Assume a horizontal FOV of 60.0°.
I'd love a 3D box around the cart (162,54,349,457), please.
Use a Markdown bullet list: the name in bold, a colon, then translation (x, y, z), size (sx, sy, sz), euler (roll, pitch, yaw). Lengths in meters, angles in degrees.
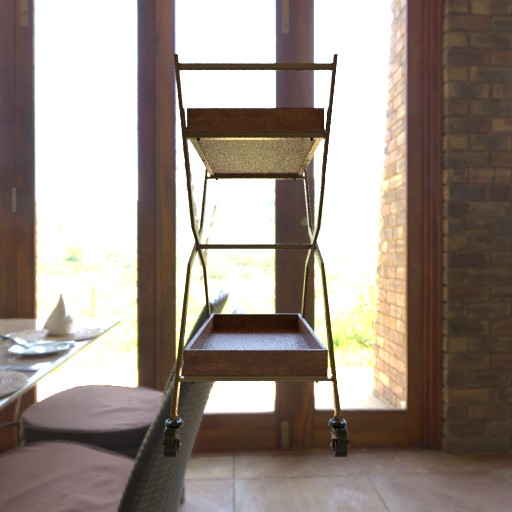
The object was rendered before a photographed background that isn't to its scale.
- **cart**: translation (0.000, 0.000, 1.331), size (0.405, 0.869, 0.836), euler (0, 0, 0)
